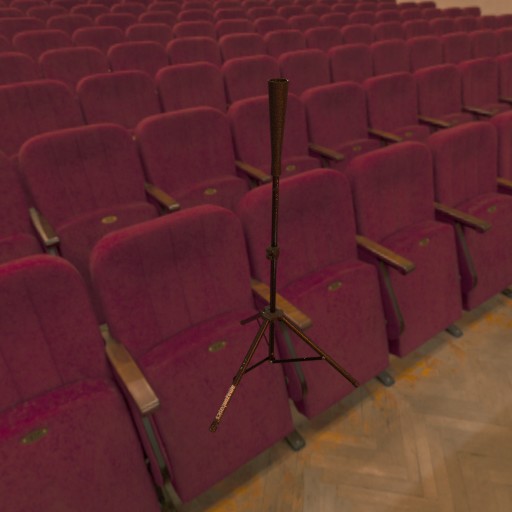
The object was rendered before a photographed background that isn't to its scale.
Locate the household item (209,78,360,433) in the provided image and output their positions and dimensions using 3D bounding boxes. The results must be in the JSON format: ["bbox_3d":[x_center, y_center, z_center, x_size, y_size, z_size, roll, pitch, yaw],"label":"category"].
[{"bbox_3d":[0.000,0.000,1.419,0.559,1.067,0.559,-21,37,-30],"label":"household item"}]
